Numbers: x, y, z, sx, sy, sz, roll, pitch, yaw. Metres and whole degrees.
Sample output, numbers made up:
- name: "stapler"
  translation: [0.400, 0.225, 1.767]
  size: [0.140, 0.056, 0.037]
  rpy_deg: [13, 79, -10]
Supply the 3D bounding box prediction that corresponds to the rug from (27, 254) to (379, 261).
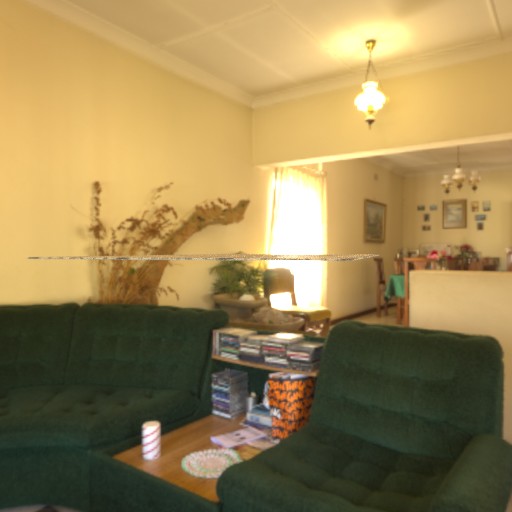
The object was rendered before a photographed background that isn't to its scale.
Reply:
- name: "rug"
  translation: [0.000, 0.000, 2.060]
  size: [1.035, 0.006, 1.652]
  rpy_deg: [0, 1, 18]
